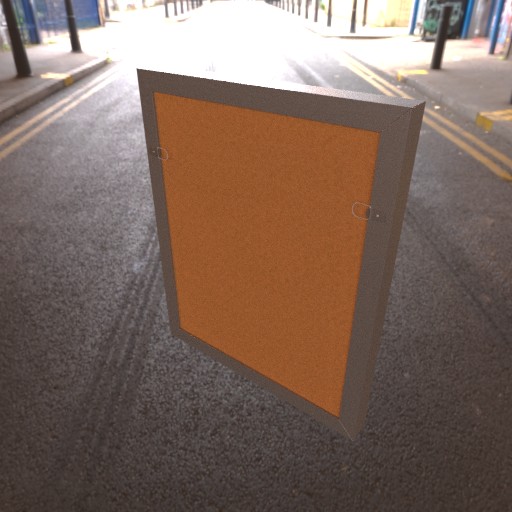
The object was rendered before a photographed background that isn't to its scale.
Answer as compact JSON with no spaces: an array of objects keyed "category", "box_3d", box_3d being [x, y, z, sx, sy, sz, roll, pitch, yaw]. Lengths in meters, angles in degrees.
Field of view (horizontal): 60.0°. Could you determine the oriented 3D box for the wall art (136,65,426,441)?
[{"category":"wall art","box_3d":[0.000,0.000,0.510,0.308,0.379,0.030,22,37,32]}]
